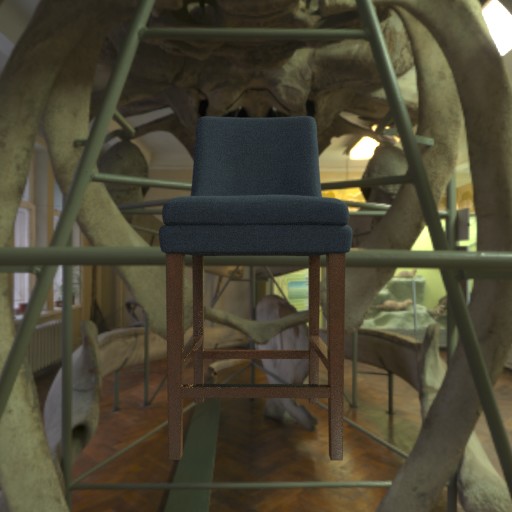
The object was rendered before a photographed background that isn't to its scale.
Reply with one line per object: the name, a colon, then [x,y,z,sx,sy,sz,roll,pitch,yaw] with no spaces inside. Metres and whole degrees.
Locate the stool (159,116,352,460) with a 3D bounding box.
stool: [0.000,0.000,1.318,0.470,0.981,0.577,0,0,0]
